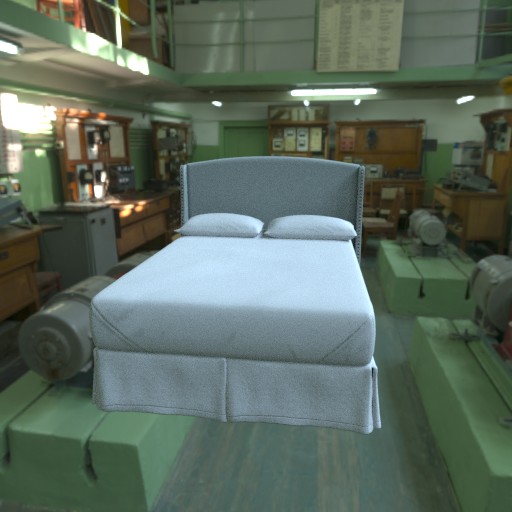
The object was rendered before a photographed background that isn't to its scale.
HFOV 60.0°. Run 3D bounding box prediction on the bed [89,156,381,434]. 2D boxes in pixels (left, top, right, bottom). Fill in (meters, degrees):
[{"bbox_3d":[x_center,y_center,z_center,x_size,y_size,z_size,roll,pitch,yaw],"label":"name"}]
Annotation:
[{"bbox_3d":[0.000,0.000,3.351,1.710,1.407,2.237,2,15,8],"label":"bed"}]
